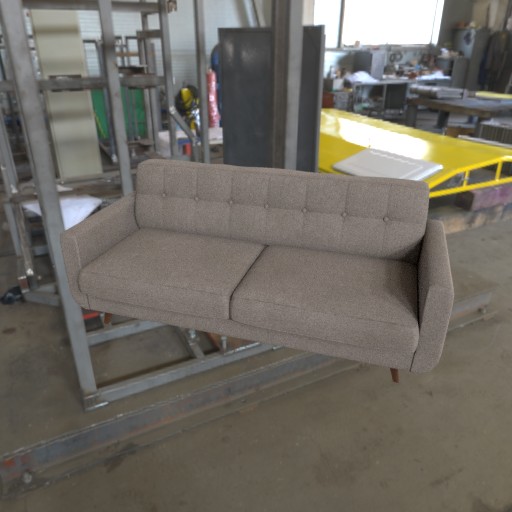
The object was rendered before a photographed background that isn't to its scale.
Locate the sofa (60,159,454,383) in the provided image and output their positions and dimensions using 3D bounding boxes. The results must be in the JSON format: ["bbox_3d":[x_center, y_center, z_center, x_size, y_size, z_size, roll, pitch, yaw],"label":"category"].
[{"bbox_3d":[0.000,0.000,2.560,2.029,0.841,0.909,8,27,16],"label":"sofa"}]
